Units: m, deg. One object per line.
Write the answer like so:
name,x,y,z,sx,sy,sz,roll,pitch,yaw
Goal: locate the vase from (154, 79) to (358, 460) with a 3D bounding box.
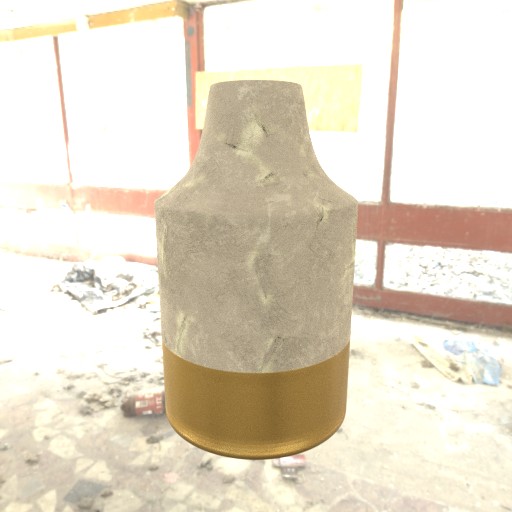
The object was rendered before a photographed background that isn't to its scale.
vase,0.000,0.000,0.421,0.184,0.305,0.184,0,15,0
